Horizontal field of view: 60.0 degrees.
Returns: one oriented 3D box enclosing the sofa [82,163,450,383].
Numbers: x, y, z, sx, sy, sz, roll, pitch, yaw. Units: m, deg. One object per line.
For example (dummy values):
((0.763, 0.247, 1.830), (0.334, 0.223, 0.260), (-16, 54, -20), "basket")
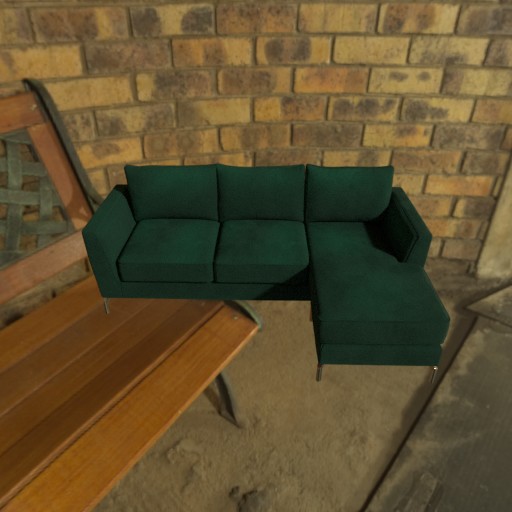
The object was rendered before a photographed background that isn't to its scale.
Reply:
((0.000, 0.000, 3.263), (2.441, 1.007, 1.489), (1, 32, 1), "sofa")
